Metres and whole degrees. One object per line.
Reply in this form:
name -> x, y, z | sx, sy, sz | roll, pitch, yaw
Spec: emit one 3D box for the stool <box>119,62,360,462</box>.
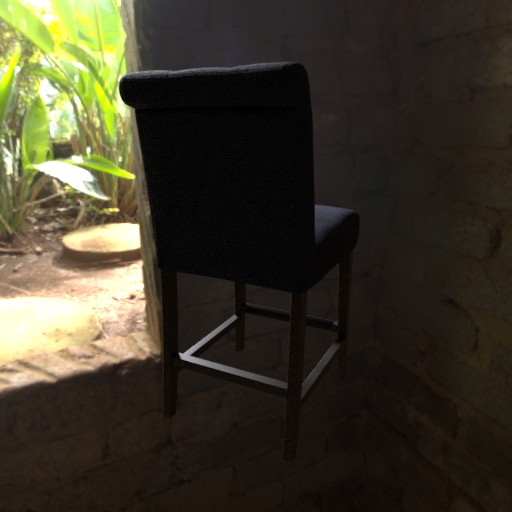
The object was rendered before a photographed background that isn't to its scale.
stool -> 0.000, 0.000, 1.341 | 0.493, 1.010, 0.601 | 8, 19, 26
